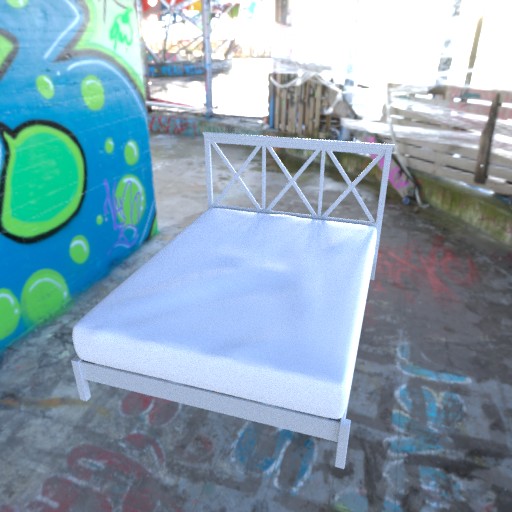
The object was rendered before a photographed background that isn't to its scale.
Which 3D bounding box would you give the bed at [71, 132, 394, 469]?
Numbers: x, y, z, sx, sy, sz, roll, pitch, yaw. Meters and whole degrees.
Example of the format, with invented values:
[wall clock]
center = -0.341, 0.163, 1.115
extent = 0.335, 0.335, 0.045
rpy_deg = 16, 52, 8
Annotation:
[bed]
center = 0.000, 0.000, 3.189
extent = 1.673, 1.253, 2.135
rpy_deg = 8, 28, 16
